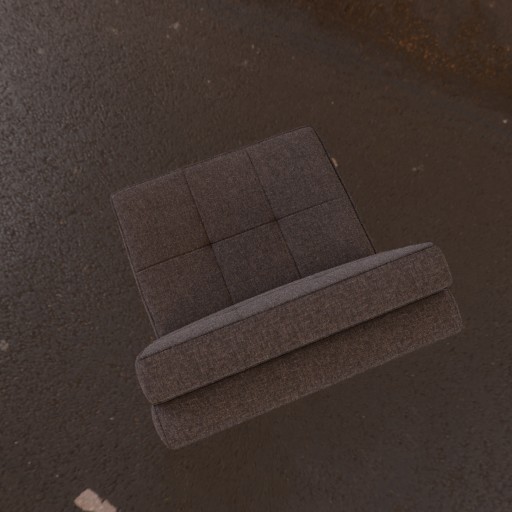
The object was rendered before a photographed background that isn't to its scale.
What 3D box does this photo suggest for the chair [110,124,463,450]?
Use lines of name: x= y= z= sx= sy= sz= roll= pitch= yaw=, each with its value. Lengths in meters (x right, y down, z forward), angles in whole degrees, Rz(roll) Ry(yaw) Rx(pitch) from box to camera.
chair: x=0.000 y=0.000 z=1.297 sx=0.740 sy=0.615 sz=0.800 roll=-21 pitch=74 yaw=-6
